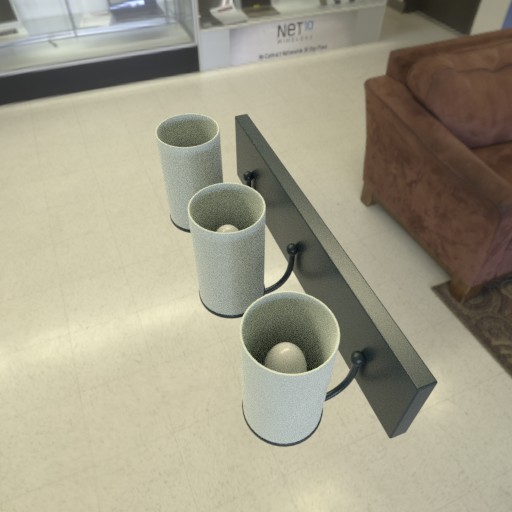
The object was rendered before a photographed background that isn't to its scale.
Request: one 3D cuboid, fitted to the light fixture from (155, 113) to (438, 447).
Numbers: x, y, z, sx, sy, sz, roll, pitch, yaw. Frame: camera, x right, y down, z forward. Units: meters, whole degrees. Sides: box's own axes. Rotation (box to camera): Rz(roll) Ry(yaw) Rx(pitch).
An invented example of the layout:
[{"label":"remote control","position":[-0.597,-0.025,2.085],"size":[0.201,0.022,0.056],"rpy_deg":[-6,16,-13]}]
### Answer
[{"label":"light fixture","position":[0.000,0.000,0.520],"size":[0.145,0.172,0.451],"rpy_deg":[-16,49,-14]}]
